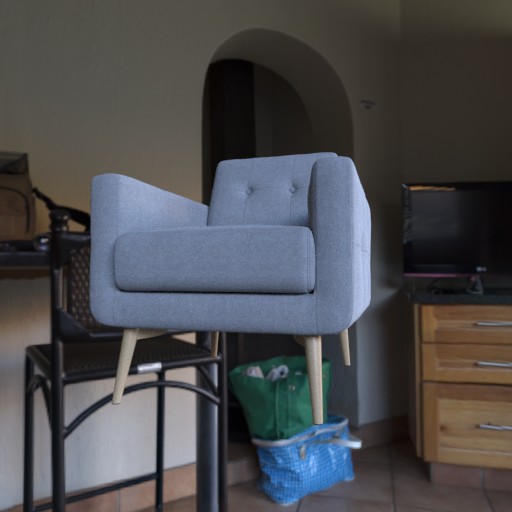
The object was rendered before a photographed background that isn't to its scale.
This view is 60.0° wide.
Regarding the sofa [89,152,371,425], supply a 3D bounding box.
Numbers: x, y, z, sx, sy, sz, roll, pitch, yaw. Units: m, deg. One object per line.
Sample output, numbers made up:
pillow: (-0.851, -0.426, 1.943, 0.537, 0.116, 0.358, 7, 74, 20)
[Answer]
sofa: (0.000, 0.000, 1.576, 0.770, 0.860, 0.920, -1, -2, 17)
